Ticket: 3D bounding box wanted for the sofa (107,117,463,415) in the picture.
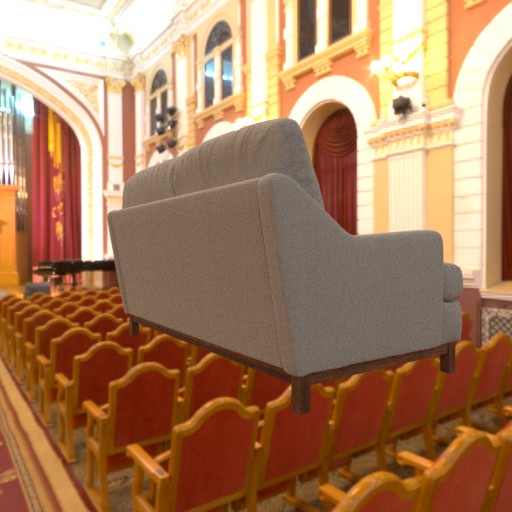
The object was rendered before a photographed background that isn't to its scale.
[{"bbox_3d":[0.000,0.000,2.148,0.987,0.921,1.589,-1,1,-35],"label":"sofa"}]
